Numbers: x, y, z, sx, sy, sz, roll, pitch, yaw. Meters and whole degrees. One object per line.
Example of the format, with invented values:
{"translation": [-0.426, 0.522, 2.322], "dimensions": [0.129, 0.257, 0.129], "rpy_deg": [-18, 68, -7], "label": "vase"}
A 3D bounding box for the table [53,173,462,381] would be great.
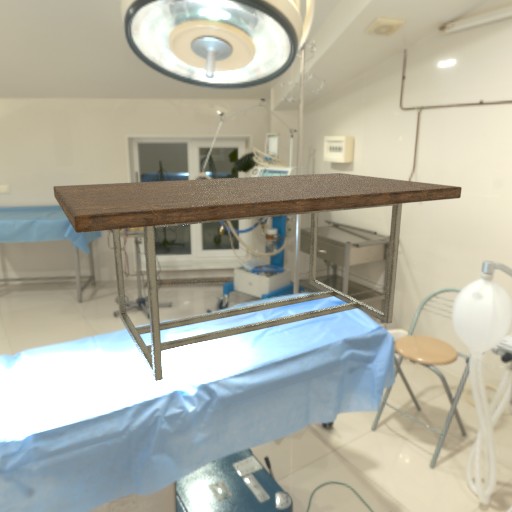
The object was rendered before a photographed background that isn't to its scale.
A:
{"translation": [0.000, 0.000, 2.556], "dimensions": [1.989, 0.795, 1.078], "rpy_deg": [-8, 17, -26], "label": "table"}
